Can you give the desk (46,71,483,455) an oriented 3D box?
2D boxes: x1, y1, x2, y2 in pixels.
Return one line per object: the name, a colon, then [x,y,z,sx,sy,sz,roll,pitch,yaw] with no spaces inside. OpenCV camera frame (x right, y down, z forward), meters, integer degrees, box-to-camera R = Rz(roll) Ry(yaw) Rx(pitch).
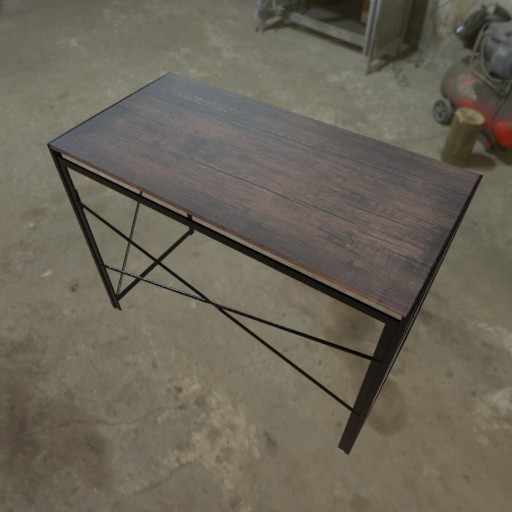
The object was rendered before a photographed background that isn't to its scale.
desk: [0.000,0.000,1.419,1.015,0.747,0.505,26,53,22]
